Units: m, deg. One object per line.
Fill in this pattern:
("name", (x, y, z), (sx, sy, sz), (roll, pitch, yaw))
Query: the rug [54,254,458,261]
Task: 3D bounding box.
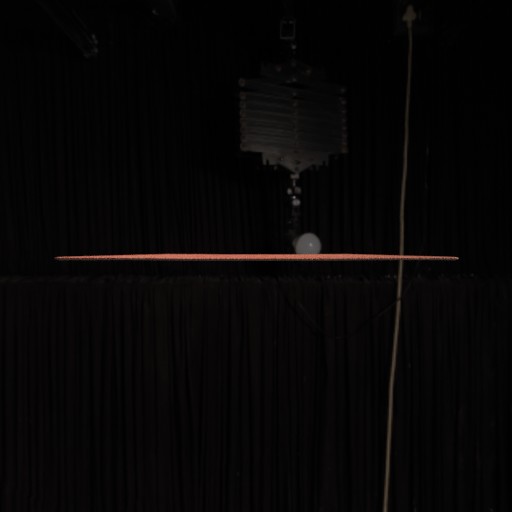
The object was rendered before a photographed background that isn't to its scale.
("rug", (0.000, 0.000, 5.041), (2.803, 0.025, 3.965), (0, 1, 0))
